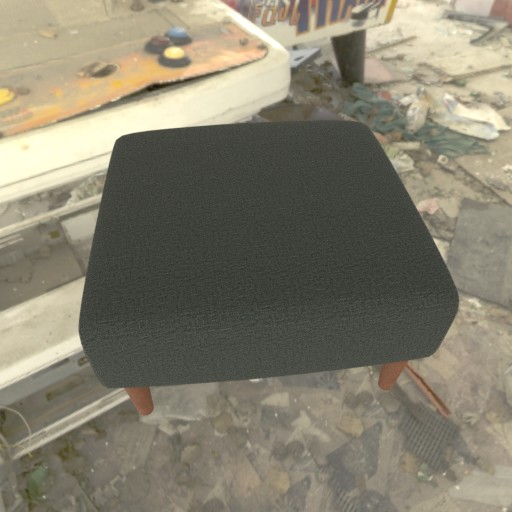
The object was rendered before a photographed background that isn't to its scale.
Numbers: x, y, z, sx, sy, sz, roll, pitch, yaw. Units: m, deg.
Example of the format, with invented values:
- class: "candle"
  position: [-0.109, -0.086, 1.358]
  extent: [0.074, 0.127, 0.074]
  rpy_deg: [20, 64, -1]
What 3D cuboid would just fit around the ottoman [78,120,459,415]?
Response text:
- class: "ottoman"
  position: [0.000, 0.000, 1.051]
  extent: [0.650, 0.398, 0.649]
  rpy_deg: [-4, 46, -4]
